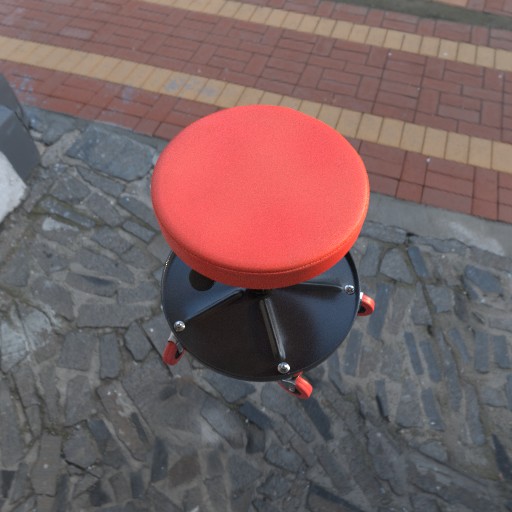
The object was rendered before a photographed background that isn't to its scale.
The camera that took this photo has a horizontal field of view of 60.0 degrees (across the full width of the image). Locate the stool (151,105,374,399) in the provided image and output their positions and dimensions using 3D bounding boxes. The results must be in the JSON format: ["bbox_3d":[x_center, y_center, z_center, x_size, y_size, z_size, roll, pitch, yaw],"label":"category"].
[{"bbox_3d":[0.000,0.000,0.699,0.381,0.365,0.382,32,64,18],"label":"stool"}]
